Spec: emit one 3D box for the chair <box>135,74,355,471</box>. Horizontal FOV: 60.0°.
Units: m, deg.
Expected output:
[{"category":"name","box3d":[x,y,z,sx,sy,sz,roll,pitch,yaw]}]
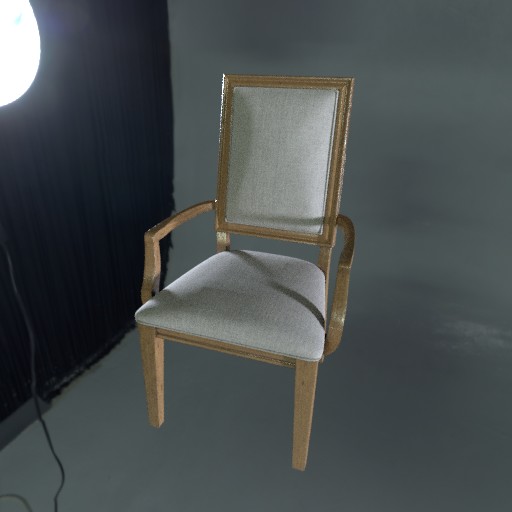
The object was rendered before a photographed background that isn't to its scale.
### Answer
[{"category":"chair","box3d":[0.000,0.000,1.358,0.606,0.990,0.602,9,27,17]}]
